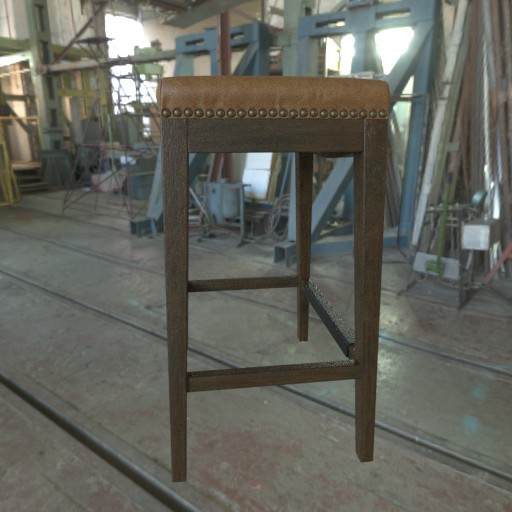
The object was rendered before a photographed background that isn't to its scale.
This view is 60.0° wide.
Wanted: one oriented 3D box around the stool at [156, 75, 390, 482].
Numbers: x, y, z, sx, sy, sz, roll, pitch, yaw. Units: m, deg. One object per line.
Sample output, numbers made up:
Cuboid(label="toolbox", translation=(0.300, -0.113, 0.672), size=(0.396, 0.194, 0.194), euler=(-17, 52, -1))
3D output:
Cuboid(label="stool", translation=(0.000, 0.000, 0.928), size=(0.361, 0.660, 0.500), euler=(-2, 17, -8))
